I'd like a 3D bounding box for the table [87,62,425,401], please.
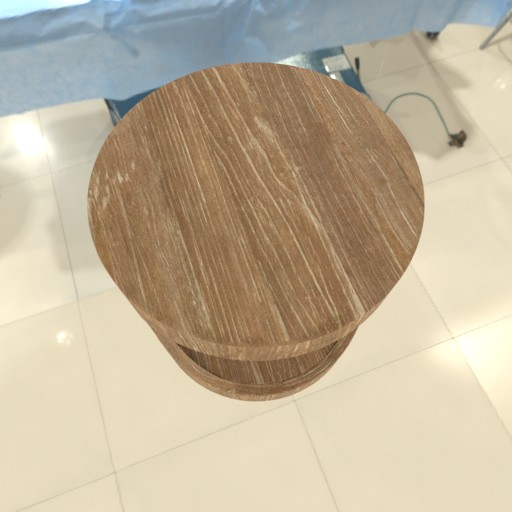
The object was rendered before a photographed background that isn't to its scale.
[{"bbox_3d":[0.000,0.000,0.949,0.527,0.551,0.527,0,65,0],"label":"table"}]
